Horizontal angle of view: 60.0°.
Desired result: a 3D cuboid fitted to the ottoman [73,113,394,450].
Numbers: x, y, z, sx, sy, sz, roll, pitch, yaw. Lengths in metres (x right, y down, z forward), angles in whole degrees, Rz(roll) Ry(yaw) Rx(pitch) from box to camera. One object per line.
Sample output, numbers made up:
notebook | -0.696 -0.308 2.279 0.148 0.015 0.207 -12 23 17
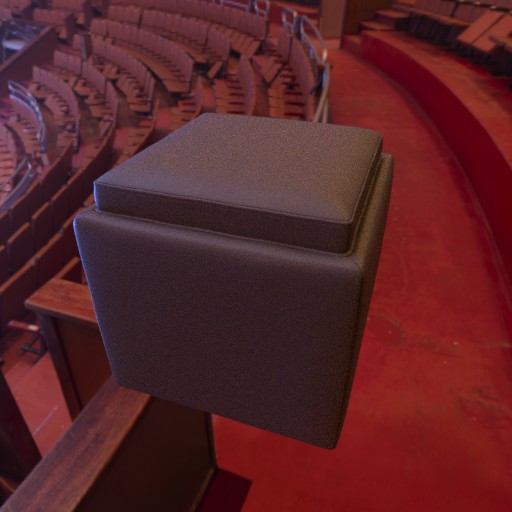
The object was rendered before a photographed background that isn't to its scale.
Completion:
ottoman | 0.000 0.000 0.857 0.451 0.460 0.450 11 35 16
